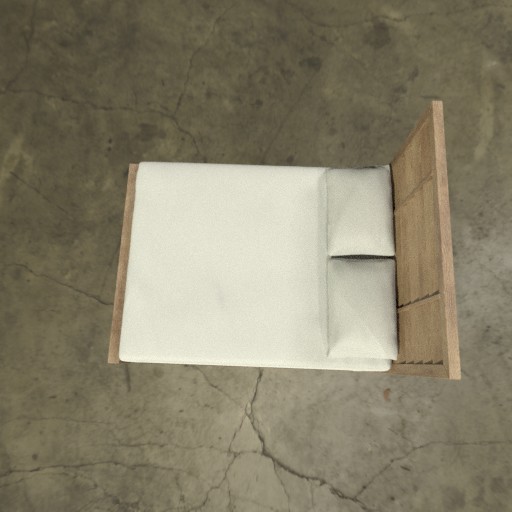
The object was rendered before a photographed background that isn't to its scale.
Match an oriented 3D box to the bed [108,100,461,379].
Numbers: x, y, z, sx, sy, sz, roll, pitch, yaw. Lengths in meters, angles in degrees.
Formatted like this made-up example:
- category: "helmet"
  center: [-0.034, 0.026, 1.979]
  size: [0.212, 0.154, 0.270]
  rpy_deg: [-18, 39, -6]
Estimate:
- category: "bed"
  center: [0.000, 0.000, 3.285]
  size: [2.197, 1.626, 1.626]
  rpy_deg: [2, 77, 0]
